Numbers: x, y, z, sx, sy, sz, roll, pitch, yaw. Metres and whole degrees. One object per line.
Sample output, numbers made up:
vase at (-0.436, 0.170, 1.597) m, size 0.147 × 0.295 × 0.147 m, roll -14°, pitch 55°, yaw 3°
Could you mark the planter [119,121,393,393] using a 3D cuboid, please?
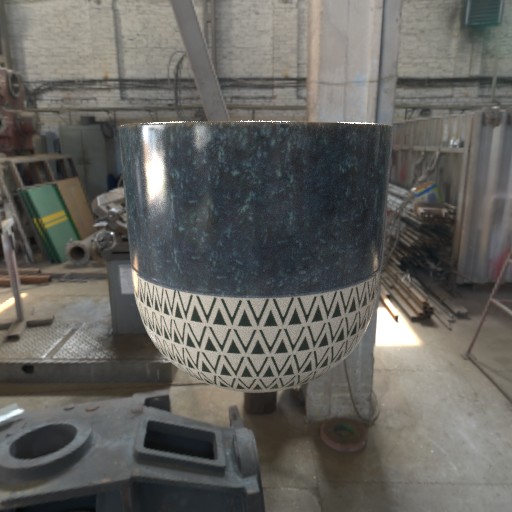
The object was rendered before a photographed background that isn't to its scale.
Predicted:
planter at (0.000, 0.000, 0.481) m, size 0.266 × 0.270 × 0.266 m, roll 0°, pitch 15°, yaw 0°
